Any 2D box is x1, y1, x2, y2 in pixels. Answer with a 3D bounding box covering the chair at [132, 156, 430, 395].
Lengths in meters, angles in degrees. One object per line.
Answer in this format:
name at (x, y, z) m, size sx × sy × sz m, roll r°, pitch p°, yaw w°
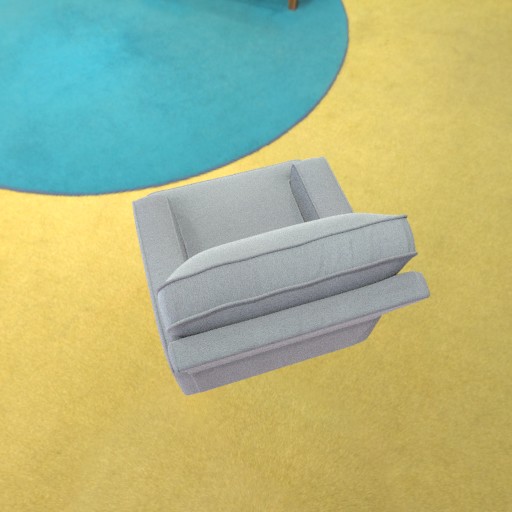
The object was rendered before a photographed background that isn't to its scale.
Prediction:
chair at (0.000, 0.000, 1.735) m, size 0.861 × 0.964 × 0.969 m, roll -15°, pitch 59°, yaw -9°
